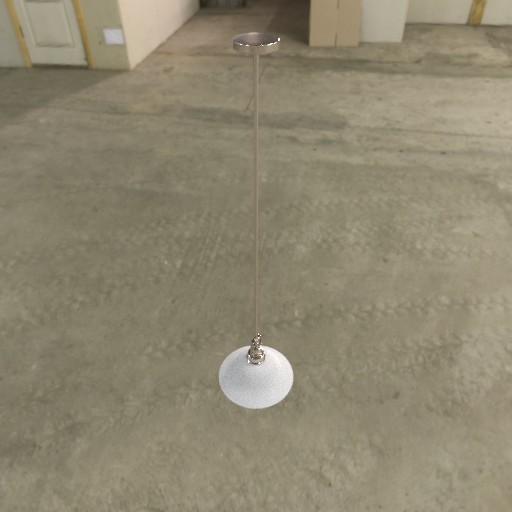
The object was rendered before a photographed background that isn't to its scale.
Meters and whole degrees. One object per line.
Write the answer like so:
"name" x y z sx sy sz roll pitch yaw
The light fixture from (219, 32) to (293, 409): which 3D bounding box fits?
"light fixture" 0.000 0.000 1.493 0.324 1.354 0.324 26 46 27
